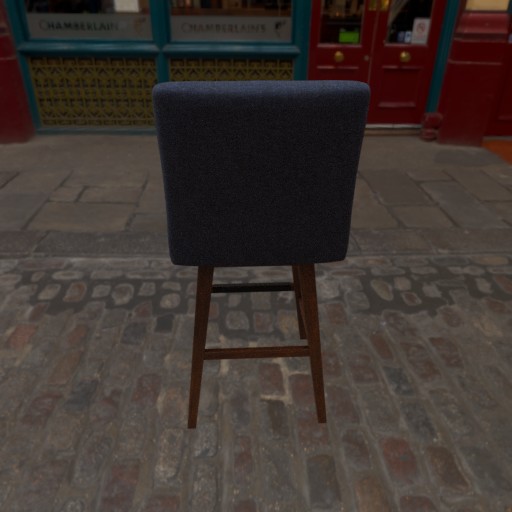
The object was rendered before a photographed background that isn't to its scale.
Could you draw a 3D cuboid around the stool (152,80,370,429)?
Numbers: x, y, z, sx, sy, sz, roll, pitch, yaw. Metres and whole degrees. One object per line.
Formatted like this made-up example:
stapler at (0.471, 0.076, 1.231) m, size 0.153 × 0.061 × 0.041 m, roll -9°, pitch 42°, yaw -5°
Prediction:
stool at (0.000, 0.000, 1.357) m, size 0.489 × 1.068 × 0.572 m, roll -1°, pitch 29°, yaw -3°
